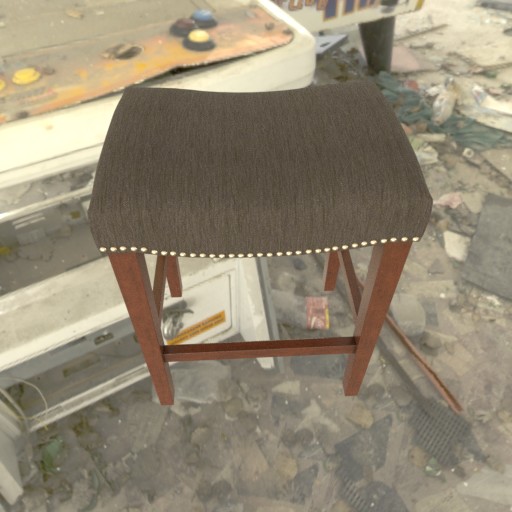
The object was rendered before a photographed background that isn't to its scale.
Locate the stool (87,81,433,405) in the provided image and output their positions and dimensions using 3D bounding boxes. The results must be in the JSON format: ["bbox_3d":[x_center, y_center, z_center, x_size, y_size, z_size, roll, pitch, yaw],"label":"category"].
[{"bbox_3d":[0.000,0.000,0.963,0.504,0.654,0.372,-2,48,-2],"label":"stool"}]
